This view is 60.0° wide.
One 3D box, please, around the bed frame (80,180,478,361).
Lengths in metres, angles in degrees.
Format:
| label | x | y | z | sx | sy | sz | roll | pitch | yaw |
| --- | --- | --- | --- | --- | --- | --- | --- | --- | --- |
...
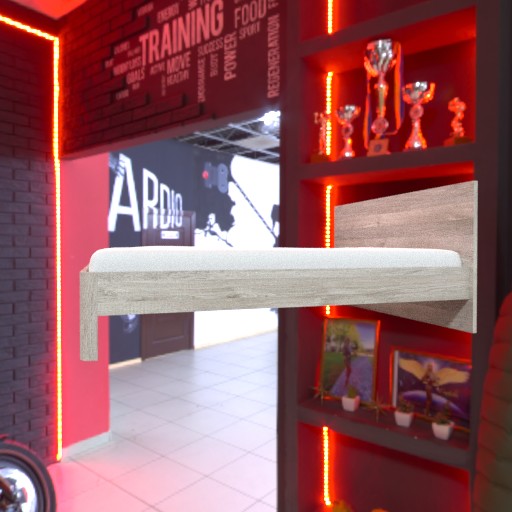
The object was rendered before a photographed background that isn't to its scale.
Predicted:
| label | x | y | z | sx | sy | sz | roll | pitch | yaw |
| --- | --- | --- | --- | --- | --- | --- | --- | --- | --- |
| bed frame | 0.000 | 0.000 | 2.723 | 1.950 | 0.800 | 1.490 | 0 | 1 | -19 |
